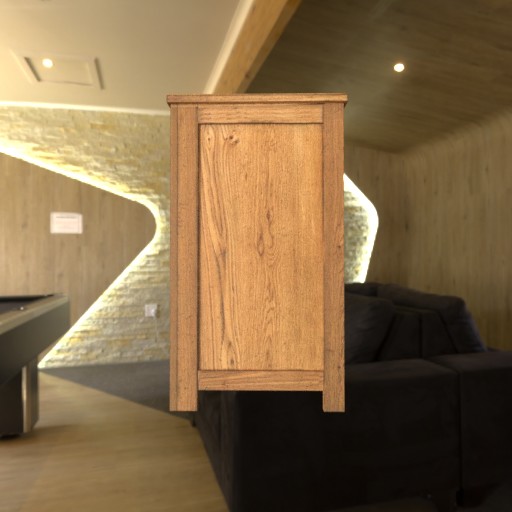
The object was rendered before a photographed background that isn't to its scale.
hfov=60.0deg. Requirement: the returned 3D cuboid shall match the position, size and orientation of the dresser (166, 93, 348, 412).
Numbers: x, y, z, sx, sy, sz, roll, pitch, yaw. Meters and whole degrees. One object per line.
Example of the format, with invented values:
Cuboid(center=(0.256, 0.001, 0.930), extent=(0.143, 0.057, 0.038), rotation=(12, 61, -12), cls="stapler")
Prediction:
Cuboid(center=(0.000, 0.000, 2.118), extent=(0.563, 0.932, 1.657), rotation=(0, -1, 1), cls="dresser")
